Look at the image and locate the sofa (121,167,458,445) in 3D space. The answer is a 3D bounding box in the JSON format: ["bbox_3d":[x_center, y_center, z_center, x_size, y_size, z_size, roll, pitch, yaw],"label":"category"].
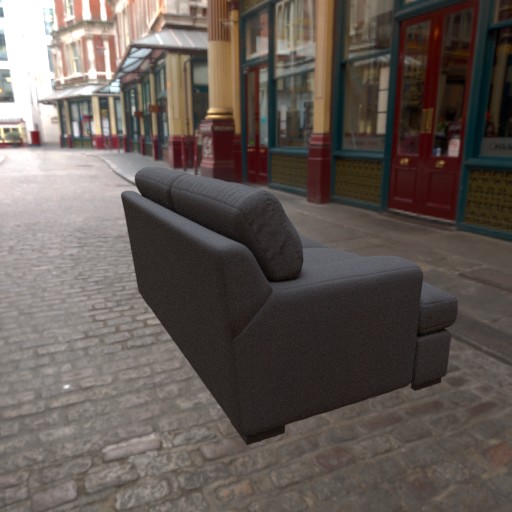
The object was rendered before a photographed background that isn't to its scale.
[{"bbox_3d":[0.000,0.000,2.494,1.143,0.940,1.880,-7,16,-25],"label":"sofa"}]
